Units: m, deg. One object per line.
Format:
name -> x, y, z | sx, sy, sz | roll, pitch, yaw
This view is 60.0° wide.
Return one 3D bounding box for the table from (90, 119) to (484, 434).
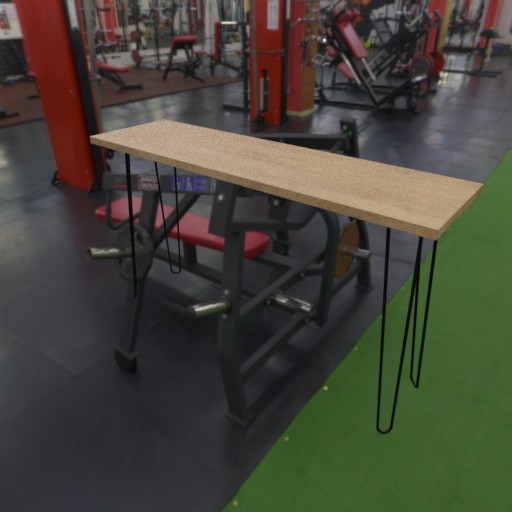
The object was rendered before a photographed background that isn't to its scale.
table -> 0.000, 0.000, 1.744 | 1.400, 0.799, 0.399 | 21, 35, 33
